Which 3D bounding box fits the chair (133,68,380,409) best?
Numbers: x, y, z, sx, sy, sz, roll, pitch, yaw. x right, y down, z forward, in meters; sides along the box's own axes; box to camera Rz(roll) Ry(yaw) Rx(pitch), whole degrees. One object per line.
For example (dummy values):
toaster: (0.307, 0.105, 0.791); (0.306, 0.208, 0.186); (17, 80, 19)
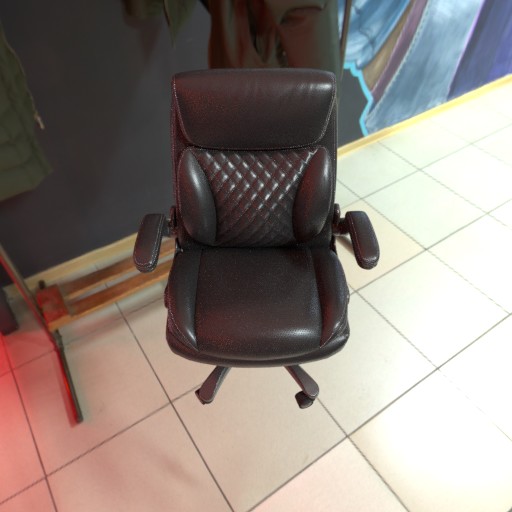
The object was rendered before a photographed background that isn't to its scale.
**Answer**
chair: (0.000, 0.000, 1.622); (0.782, 1.110, 0.724); (-1, 48, -1)
